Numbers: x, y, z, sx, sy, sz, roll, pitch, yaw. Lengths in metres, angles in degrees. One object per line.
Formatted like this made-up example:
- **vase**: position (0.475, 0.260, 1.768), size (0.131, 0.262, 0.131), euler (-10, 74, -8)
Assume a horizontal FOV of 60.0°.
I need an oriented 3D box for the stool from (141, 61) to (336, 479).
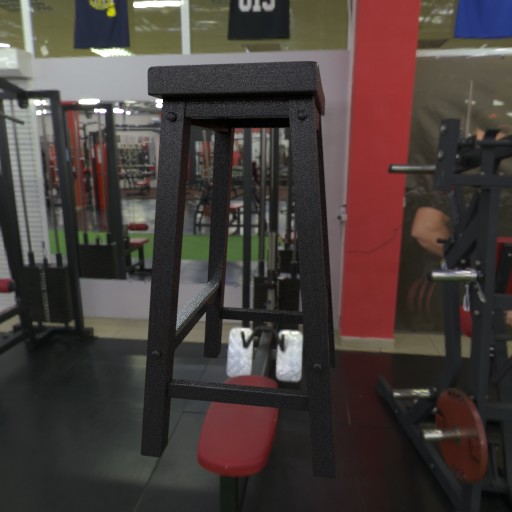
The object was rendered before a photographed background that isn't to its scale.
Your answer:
- **stool**: position (0.000, 0.000, 0.841), size (0.322, 0.610, 0.406), euler (2, 13, 10)
